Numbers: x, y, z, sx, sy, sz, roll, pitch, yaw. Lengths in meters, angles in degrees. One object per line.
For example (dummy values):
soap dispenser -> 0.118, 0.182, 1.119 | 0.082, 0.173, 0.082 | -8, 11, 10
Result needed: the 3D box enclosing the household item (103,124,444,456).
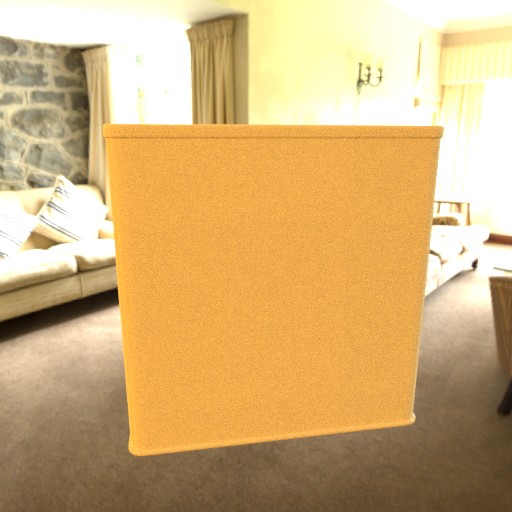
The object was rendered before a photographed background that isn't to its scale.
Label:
household item -> 0.000, 0.000, 0.552 | 0.305, 0.305, 0.305 | -3, 15, -10
